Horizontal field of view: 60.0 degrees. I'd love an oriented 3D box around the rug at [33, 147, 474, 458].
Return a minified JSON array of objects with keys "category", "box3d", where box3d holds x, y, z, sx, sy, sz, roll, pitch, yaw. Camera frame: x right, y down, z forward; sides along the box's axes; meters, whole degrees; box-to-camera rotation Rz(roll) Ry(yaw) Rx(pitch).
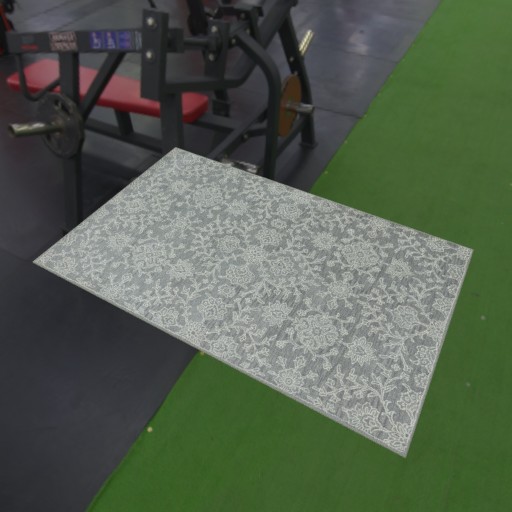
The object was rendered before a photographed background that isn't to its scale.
[{"category":"rug","box3d":[0.000,0.000,2.876,2.430,0.010,1.515,23,51,20]}]
